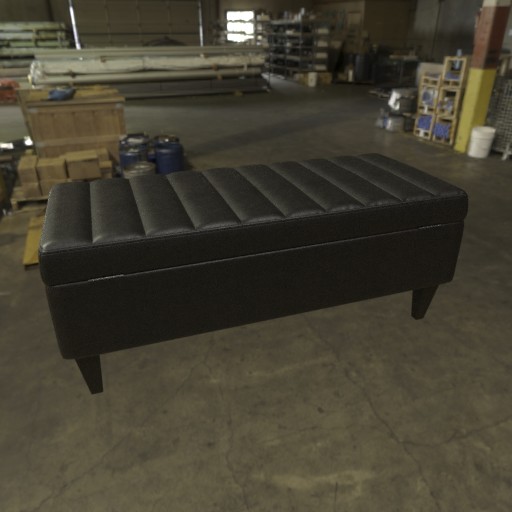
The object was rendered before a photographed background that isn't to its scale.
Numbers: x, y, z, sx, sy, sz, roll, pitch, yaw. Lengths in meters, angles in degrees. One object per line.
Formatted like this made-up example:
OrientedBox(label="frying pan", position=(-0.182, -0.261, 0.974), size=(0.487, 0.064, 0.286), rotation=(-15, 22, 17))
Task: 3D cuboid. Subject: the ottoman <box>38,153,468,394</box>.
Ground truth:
OrientedBox(label="ottoman", position=(0.000, 0.000, 1.384), size=(1.151, 0.469, 0.482), rotation=(-9, 29, -17))
